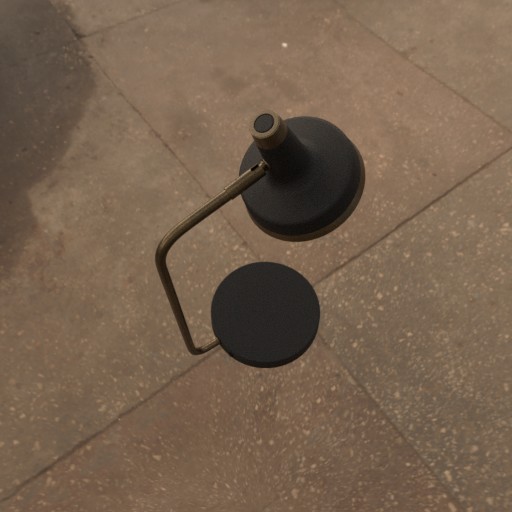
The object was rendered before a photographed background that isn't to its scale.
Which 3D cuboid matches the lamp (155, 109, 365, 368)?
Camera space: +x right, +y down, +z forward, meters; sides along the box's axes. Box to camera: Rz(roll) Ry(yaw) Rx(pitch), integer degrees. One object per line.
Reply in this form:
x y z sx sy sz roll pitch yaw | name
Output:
0.000 0.000 0.494 0.218 0.385 0.162 -30 64 -16 | lamp
